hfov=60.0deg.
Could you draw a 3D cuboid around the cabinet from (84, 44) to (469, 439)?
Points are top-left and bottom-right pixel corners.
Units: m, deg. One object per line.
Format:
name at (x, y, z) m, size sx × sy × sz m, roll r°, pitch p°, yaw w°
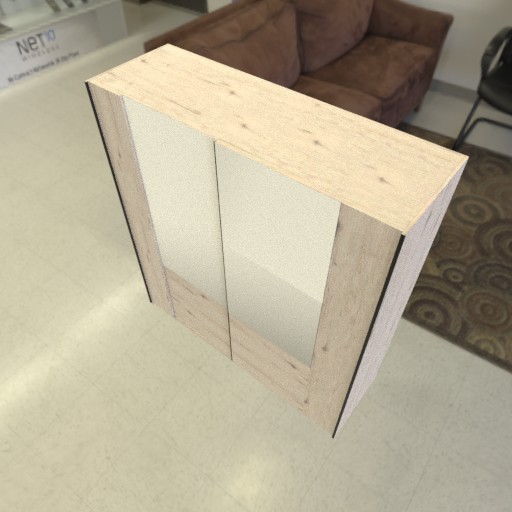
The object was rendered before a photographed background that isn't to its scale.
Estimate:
cabinet at (0.000, 0.000, 3.107) m, size 2.000 × 2.180 × 0.660 m, roll 31°, pitch 55°, yaw 25°
